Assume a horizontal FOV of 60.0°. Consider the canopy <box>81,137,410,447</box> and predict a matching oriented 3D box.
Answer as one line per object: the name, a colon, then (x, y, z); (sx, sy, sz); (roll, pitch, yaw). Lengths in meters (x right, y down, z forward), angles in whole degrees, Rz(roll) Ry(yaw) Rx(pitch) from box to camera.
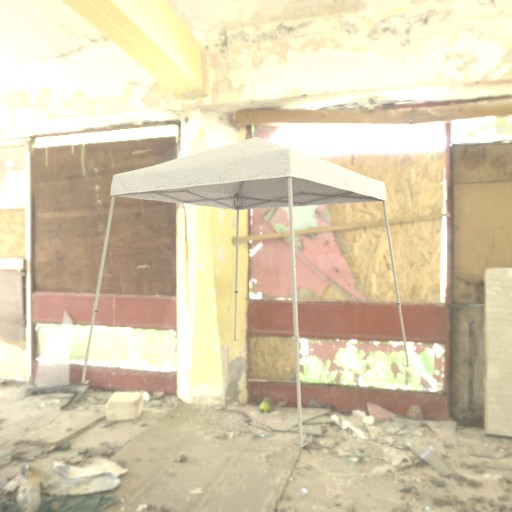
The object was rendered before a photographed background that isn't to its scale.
canopy: (0.000, 0.000, 6.745); (3.599, 3.600, 3.600); (1, 1, 35)
